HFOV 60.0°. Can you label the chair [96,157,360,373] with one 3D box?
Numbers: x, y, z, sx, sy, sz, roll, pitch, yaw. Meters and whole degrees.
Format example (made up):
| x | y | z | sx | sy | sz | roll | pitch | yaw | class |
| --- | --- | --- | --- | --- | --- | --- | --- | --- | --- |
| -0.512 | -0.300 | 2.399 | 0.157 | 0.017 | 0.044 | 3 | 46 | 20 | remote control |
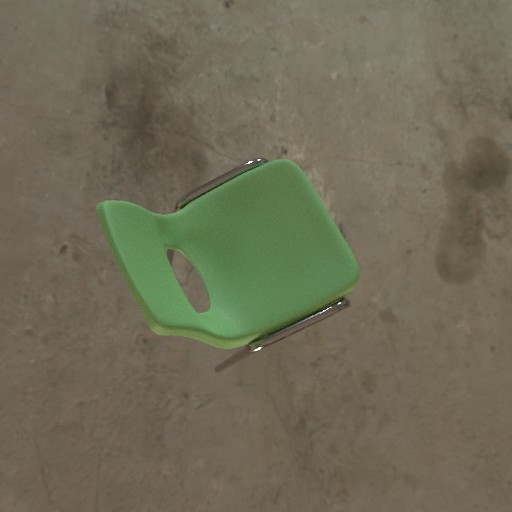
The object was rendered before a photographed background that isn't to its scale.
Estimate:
| x | y | z | sx | sy | sz | roll | pitch | yaw | class |
| --- | --- | --- | --- | --- | --- | --- | --- | --- | --- |
| 0.000 | 0.000 | 0.973 | 0.436 | 0.704 | 0.381 | -27 | 78 | -6 | chair |
